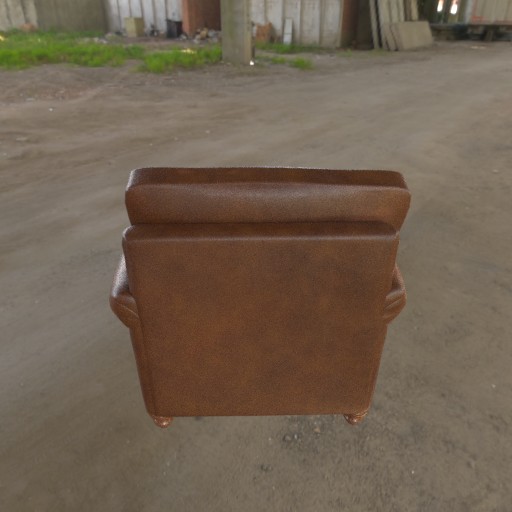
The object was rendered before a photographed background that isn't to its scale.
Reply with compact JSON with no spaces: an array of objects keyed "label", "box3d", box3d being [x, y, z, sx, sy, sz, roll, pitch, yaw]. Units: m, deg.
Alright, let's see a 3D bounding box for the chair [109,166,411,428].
[{"label":"chair","box3d":[0.000,0.000,1.807,0.989,0.972,0.992,-1,30,-1]}]
